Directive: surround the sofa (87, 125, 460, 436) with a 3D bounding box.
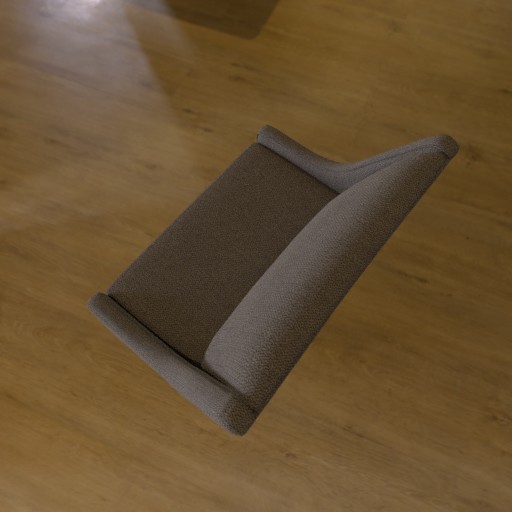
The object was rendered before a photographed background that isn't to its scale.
[{"bbox_3d":[0.000,0.000,1.898,0.873,1.022,1.242,36,70,15],"label":"sofa"}]
